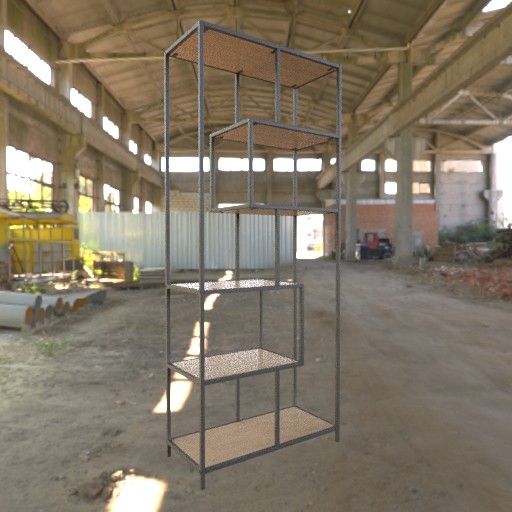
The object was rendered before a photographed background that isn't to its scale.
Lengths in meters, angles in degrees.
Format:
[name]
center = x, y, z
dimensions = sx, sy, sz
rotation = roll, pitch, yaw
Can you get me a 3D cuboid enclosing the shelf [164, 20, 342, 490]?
[shelf]
center = 0.000, 0.000, 2.103
dimensions = 0.770, 1.850, 0.350
rotation = -1, 2, -35
